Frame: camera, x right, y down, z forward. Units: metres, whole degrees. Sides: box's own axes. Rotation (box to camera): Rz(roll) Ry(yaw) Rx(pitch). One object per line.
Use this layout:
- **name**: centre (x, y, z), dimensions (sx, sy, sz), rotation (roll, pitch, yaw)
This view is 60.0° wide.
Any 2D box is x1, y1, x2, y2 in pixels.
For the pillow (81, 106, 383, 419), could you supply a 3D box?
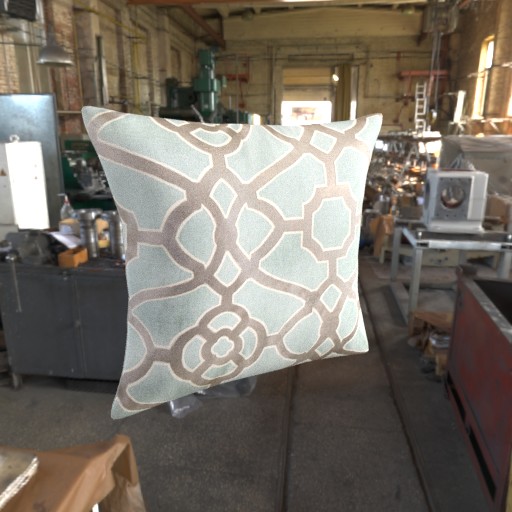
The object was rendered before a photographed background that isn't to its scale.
- **pillow**: centre (0.000, 0.000, 0.809), dimensions (0.552, 0.508, 0.166), rotation (-7, 17, -25)
